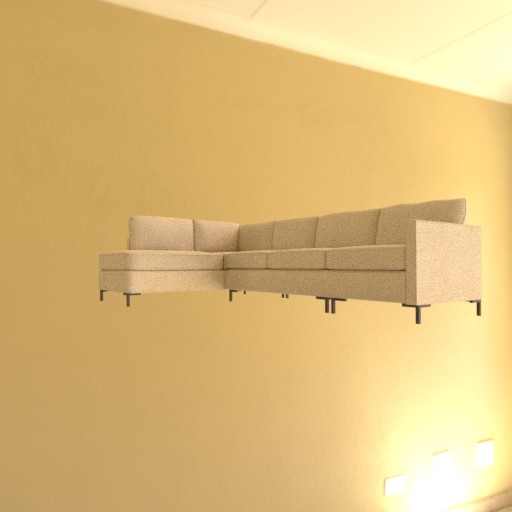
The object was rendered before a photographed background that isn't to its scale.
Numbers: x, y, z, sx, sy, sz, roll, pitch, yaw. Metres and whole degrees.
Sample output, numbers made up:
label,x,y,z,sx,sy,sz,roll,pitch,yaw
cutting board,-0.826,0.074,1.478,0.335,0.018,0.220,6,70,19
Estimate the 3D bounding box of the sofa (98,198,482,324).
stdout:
label,x,y,z,sx,sy,sz,roll,pitch,yaw
sofa,0.000,0.000,4.343,2.048,0.996,3.384,1,-1,-36
